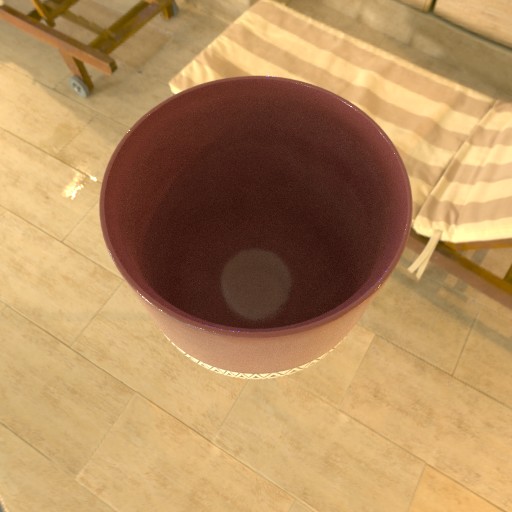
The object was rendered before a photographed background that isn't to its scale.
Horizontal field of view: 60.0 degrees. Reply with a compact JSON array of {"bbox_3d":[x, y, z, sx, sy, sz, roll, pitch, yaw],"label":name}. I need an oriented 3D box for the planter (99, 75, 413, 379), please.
[{"bbox_3d":[0.000,0.000,0.499,0.266,0.270,0.266,0,64,0],"label":"planter"}]
